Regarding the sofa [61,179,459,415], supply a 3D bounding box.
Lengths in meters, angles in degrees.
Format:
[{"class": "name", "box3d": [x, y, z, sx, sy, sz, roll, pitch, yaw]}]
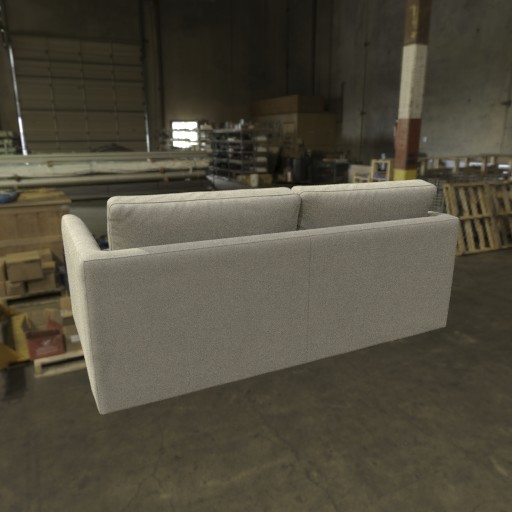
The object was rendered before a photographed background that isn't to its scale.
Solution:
[{"class": "sofa", "box3d": [0.000, 0.000, 2.471, 1.905, 0.839, 1.091, -7, 17, -25]}]
